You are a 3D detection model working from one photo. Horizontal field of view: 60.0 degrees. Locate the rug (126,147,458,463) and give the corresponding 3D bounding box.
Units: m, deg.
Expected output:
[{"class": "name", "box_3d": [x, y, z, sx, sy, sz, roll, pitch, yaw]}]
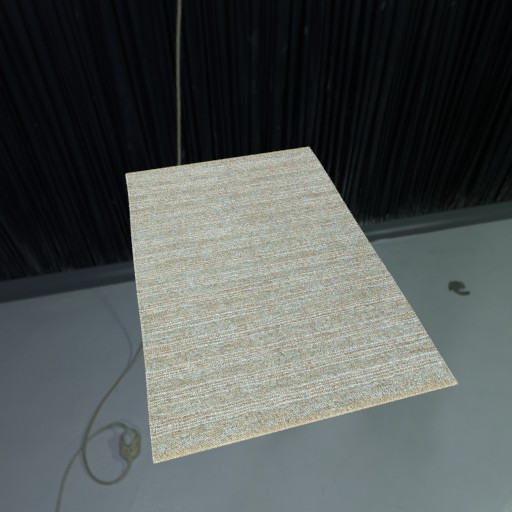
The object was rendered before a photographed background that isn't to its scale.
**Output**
[{"class": "rug", "box_3d": [0.000, 0.000, 2.314, 1.240, 0.010, 1.824, -11, 47, -10]}]
